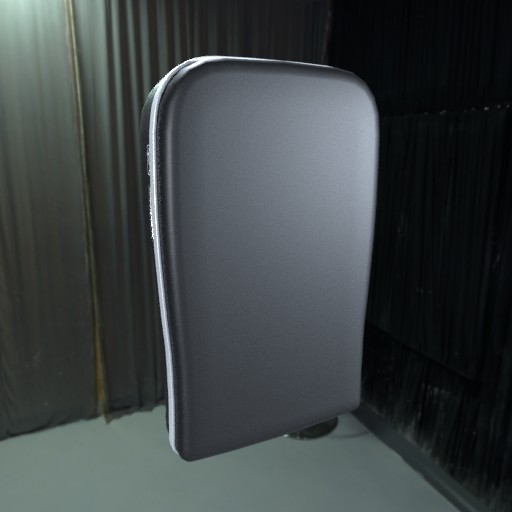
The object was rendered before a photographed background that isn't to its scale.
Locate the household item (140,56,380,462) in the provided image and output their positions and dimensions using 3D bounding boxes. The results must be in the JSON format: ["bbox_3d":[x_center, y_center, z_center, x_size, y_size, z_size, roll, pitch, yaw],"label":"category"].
[{"bbox_3d":[0.000,0.000,0.144,0.070,0.114,0.038,-7,16,-25],"label":"household item"}]
